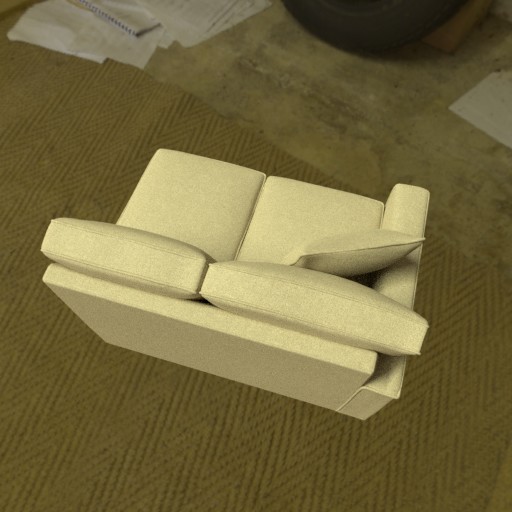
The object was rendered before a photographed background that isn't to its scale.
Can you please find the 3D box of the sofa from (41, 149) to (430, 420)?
[{"bbox_3d":[0.000,0.000,2.032,1.388,0.989,0.991,14,62,8],"label":"sofa"}]
